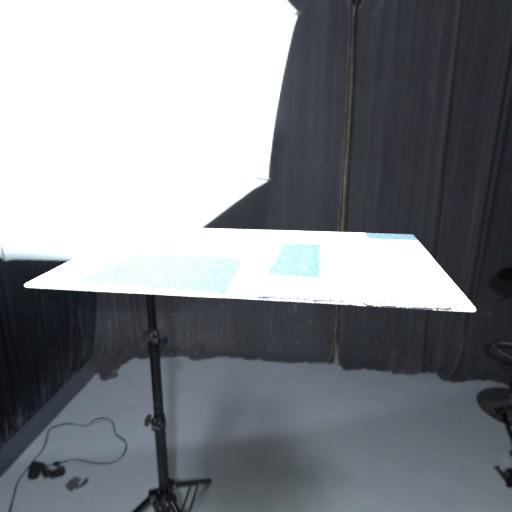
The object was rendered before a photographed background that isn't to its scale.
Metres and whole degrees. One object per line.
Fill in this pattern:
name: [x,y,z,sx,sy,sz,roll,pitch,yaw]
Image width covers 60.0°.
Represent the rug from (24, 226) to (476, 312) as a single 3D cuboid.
rug: [0.000,0.000,2.368,1.847,0.020,1.238,2,16,8]
